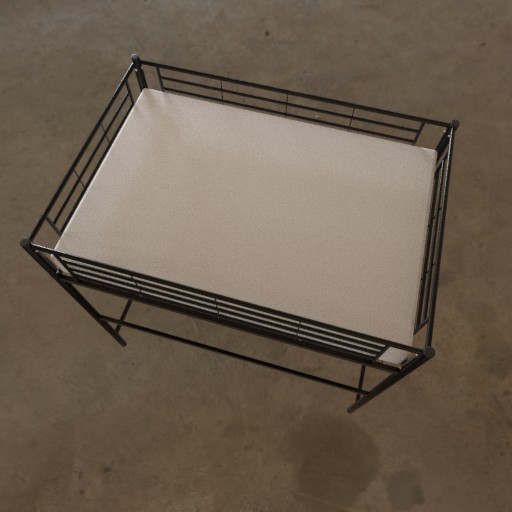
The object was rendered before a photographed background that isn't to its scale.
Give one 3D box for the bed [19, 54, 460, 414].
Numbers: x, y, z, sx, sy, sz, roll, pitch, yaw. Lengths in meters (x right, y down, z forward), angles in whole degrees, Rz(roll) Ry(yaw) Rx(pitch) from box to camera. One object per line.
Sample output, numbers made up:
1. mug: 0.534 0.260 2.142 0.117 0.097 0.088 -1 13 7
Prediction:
1. bed: 0.000 0.000 3.113 1.994 1.803 1.397 14 64 7
